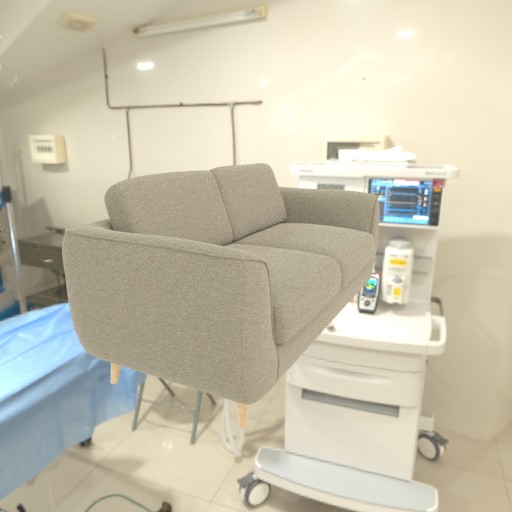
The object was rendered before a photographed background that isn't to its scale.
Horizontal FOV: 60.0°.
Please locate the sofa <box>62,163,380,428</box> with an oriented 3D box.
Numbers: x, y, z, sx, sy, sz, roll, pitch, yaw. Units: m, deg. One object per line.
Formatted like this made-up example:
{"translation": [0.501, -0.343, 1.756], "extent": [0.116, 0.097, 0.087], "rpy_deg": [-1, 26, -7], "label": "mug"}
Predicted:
{"translation": [0.000, 0.000, 2.218], "extent": [0.920, 0.850, 1.700], "rpy_deg": [8, 17, 27], "label": "sofa"}
